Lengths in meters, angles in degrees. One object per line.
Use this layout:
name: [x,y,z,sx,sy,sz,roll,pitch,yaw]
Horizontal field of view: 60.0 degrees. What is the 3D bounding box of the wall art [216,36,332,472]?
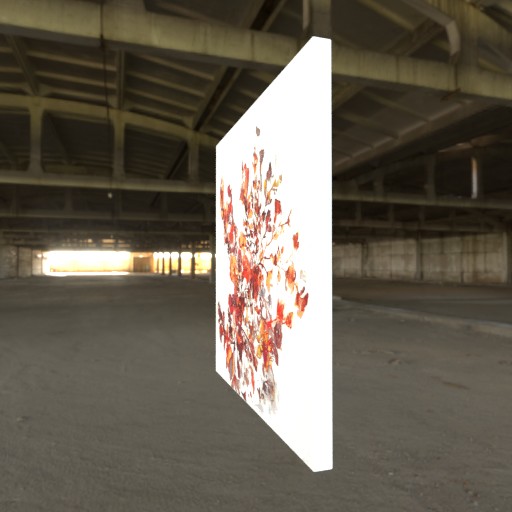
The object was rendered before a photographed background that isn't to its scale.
wall art: [0.000,0.000,1.133,0.037,0.757,0.757,0,-1,-18]
